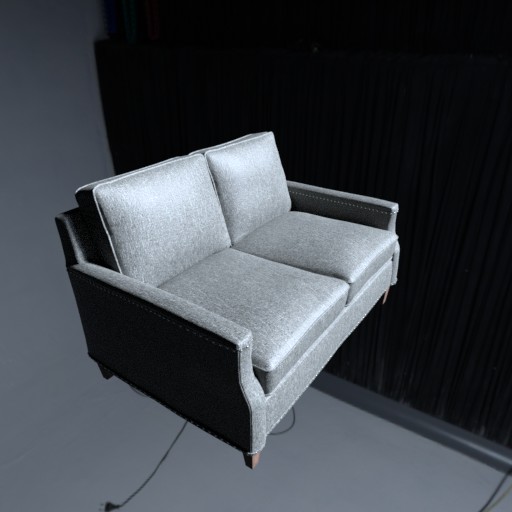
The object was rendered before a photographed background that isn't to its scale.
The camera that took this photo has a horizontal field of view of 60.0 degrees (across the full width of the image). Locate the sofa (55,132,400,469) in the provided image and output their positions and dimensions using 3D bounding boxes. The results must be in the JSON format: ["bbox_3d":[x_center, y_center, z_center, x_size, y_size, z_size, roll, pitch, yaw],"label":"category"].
[{"bbox_3d":[0.000,0.000,2.322,1.084,1.003,1.597,18,32,30],"label":"sofa"}]
